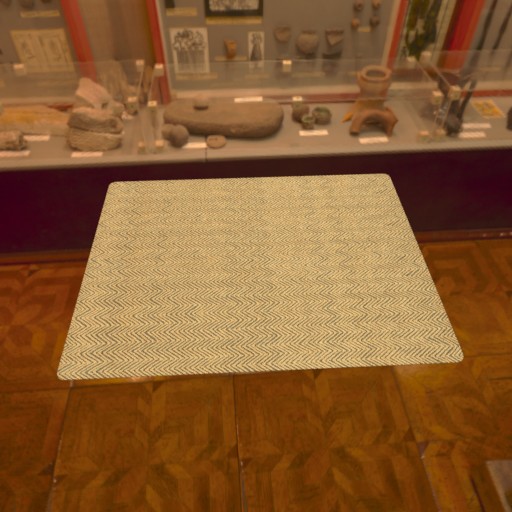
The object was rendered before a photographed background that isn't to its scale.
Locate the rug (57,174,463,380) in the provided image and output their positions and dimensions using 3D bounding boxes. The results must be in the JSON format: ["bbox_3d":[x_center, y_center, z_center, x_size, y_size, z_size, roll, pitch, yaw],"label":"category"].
[{"bbox_3d":[0.000,0.000,4.276,3.207,0.014,2.439,-2,47,-2],"label":"rug"}]
